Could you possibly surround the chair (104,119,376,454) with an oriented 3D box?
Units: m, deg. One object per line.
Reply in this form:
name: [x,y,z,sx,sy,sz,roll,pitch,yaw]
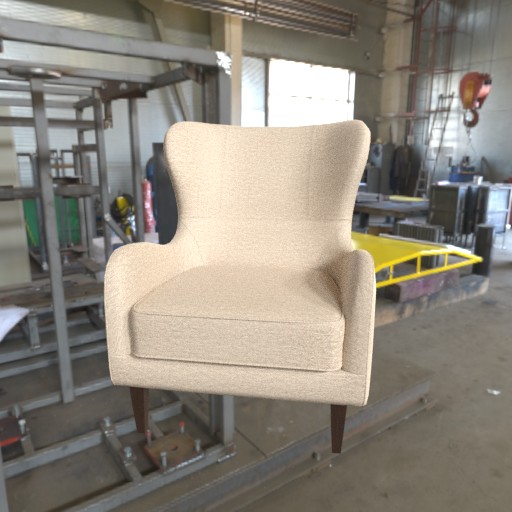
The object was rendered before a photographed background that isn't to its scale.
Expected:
chair: [0.000,0.000,1.749,0.861,1.064,0.984,2,13,9]
